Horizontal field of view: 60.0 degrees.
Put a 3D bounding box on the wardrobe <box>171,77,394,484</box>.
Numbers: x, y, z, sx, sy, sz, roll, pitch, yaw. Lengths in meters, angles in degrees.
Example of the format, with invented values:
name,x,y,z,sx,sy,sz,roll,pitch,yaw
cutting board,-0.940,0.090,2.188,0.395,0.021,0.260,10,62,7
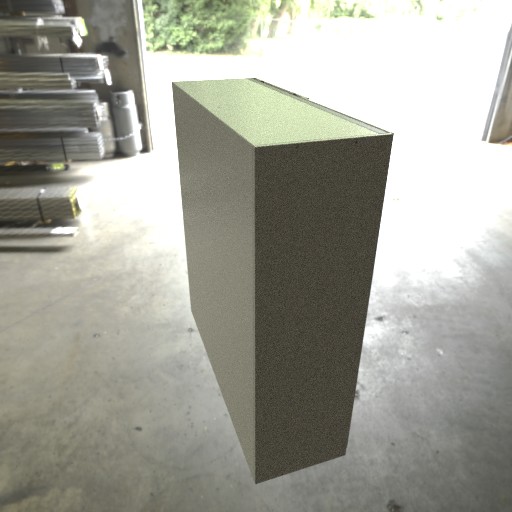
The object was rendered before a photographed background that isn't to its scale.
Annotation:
name,x,y,z,sx,sy,sz,roll,pitch,yaw
wardrobe,0.000,0.000,2.899,0.629,1.960,1.780,-10,30,-17
